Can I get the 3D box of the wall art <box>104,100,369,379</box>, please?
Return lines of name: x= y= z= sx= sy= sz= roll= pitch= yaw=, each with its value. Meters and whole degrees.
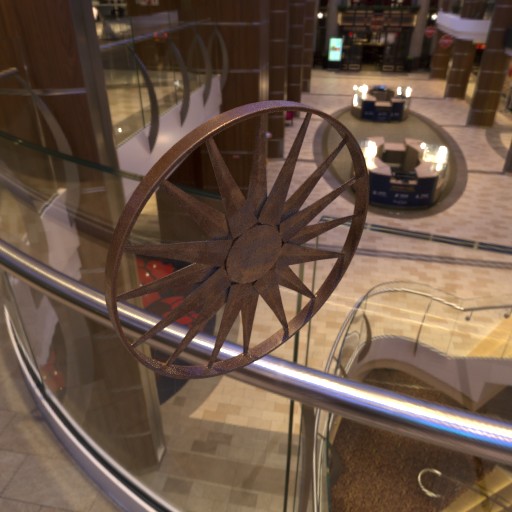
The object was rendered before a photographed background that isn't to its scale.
wall art: x=0.000 y=0.000 z=0.862 sx=0.582 sy=0.583 sz=0.084 roll=-20 pitch=37 yaw=-30
